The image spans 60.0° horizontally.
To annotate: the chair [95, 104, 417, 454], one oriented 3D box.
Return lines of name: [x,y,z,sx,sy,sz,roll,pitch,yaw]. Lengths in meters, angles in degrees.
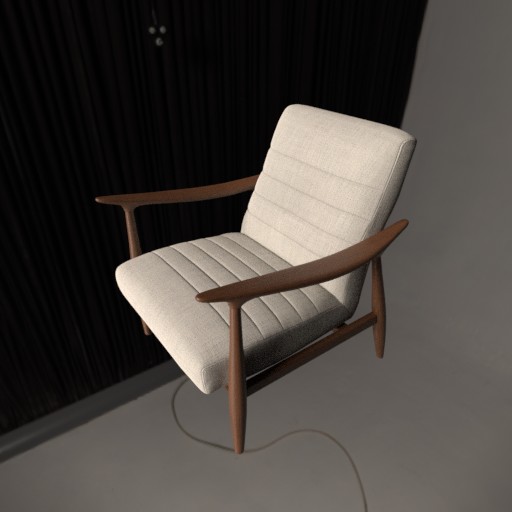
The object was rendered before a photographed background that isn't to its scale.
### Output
chair: [0.000,0.000,1.489,0.798,0.832,0.741,-20,36,-30]
